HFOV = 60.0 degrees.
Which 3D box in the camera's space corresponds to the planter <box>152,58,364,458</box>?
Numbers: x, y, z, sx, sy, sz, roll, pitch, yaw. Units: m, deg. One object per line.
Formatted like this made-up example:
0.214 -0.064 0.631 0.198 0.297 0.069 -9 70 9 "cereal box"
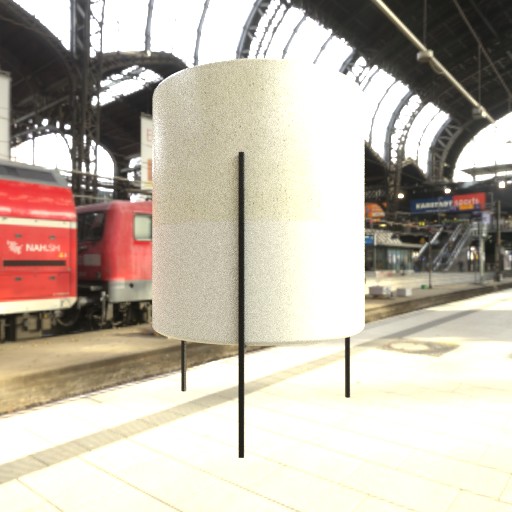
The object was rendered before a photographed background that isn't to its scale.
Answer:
0.000 0.000 0.699 0.333 0.483 0.324 0 -1 37 "planter"
